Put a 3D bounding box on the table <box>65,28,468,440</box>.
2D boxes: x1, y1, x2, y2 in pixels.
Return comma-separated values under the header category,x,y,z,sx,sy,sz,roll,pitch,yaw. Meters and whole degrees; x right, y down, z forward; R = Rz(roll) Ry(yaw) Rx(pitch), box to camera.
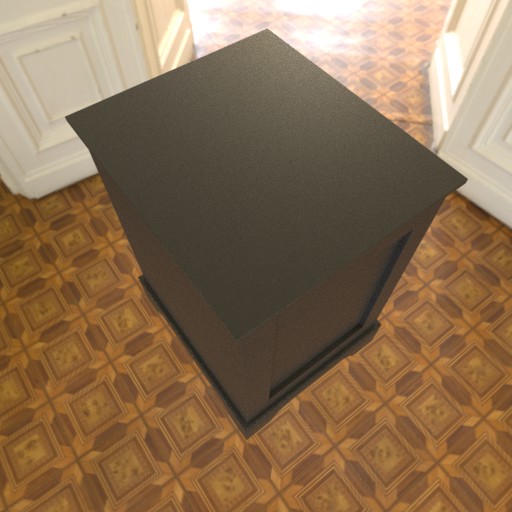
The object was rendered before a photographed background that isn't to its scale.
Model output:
category,x,y,z,sx,sy,sz,roll,pitch,yaw
table,0.000,0.000,0.911,0.399,0.610,0.460,-32,63,-19
